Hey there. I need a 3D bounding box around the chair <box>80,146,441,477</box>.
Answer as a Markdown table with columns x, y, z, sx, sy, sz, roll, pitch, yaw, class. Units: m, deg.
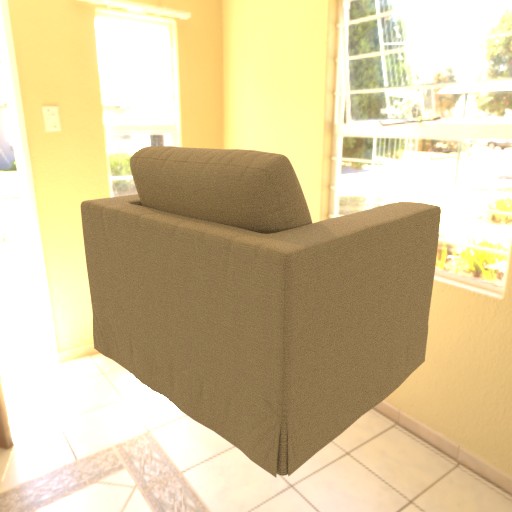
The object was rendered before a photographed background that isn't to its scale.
| x | y | z | sx | sy | sz | roll | pitch | yaw | class |
| --- | --- | --- | --- | --- | --- | --- | --- | --- | --- |
| 0.000 | 0.000 | 1.811 | 1.150 | 0.878 | 0.957 | 15 | 22 | 42 | chair |
